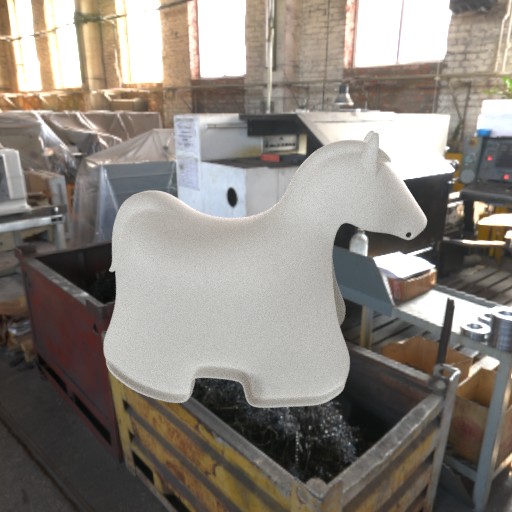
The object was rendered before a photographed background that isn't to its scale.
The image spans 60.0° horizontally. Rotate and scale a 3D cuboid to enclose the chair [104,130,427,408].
[{"bbox_3d":[0.000,0.000,1.122,0.800,0.612,0.429,3,18,8],"label":"chair"}]
